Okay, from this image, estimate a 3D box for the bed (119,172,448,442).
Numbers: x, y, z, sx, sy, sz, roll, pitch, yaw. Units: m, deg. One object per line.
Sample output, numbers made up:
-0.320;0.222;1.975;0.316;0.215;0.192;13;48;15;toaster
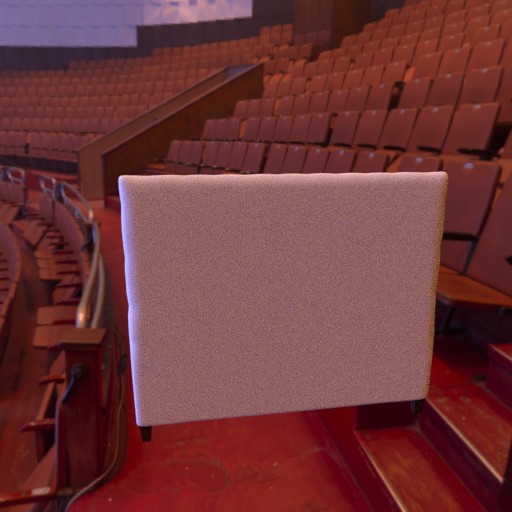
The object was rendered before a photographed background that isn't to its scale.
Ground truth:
0.000;0.000;3.472;1.698;1.427;2.387;-2;15;-9;bed
